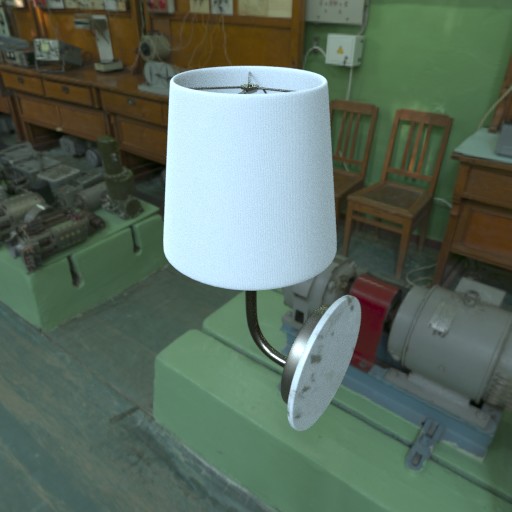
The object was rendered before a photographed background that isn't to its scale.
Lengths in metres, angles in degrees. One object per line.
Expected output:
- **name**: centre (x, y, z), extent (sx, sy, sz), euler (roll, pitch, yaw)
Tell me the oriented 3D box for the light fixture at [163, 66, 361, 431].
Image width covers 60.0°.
- **light fixture**: centre (0.000, 0.000, 0.448), extent (0.188, 0.337, 0.168), euler (21, 37, 30)
